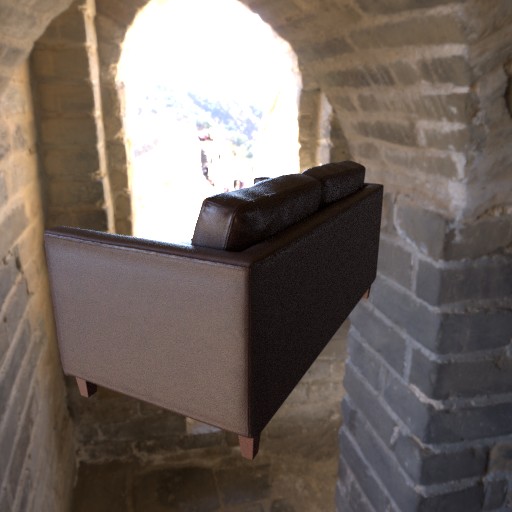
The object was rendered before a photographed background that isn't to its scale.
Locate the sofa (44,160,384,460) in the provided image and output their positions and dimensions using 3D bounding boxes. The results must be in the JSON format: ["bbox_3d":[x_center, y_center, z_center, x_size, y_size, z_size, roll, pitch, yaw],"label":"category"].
[{"bbox_3d":[0.000,0.000,2.375,0.951,0.933,1.883,9,19,26],"label":"sofa"}]
